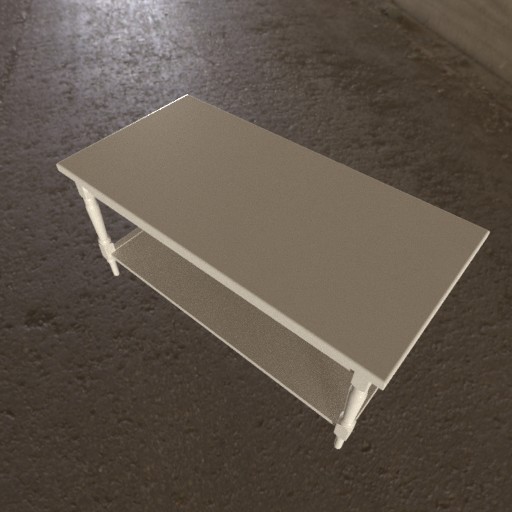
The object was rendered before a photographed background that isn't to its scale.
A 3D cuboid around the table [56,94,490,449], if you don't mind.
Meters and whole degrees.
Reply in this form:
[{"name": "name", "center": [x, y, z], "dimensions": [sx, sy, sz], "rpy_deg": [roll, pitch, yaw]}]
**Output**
[{"name": "table", "center": [0.000, 0.000, 1.420], "dimensions": [1.107, 0.510, 0.550], "rpy_deg": [32, 55, 26]}]
